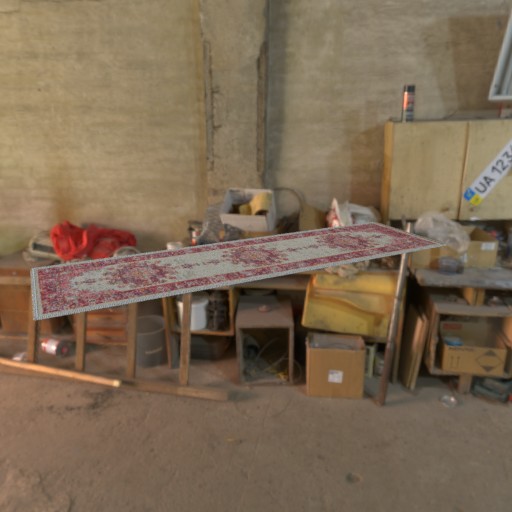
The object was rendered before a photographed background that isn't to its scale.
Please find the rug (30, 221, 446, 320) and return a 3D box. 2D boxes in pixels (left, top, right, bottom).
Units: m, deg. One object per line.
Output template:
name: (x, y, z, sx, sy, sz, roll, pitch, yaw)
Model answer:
rug: (0.000, 0.000, 2.511, 2.294, 0.011, 0.666, -9, 20, -25)
